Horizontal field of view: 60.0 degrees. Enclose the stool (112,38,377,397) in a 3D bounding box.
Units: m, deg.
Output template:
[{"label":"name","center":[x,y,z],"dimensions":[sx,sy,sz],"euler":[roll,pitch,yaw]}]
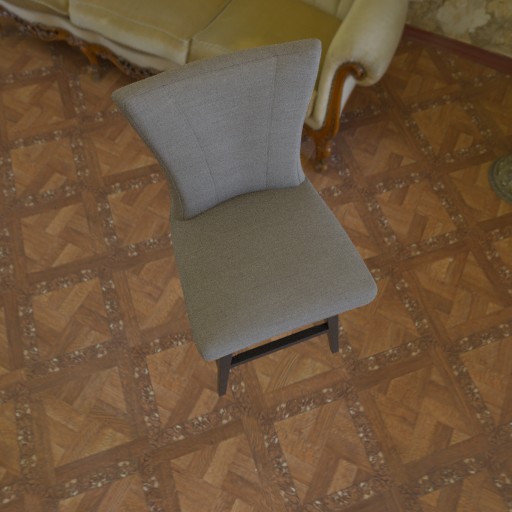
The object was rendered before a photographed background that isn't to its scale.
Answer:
[{"label":"stool","center":[0.000,0.000,1.396],"dimensions":[0.514,1.086,0.574],"euler":[-18,66,-9]}]
